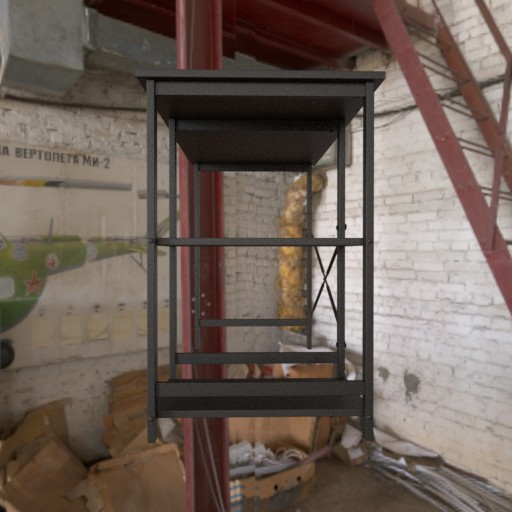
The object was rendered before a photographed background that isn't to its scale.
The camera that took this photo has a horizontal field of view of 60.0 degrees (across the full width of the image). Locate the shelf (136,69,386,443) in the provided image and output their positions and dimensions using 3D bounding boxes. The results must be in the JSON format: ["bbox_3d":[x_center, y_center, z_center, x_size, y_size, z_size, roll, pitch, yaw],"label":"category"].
[{"bbox_3d":[0.000,0.000,1.335,0.498,0.749,0.902,0,1,-1],"label":"shelf"}]
